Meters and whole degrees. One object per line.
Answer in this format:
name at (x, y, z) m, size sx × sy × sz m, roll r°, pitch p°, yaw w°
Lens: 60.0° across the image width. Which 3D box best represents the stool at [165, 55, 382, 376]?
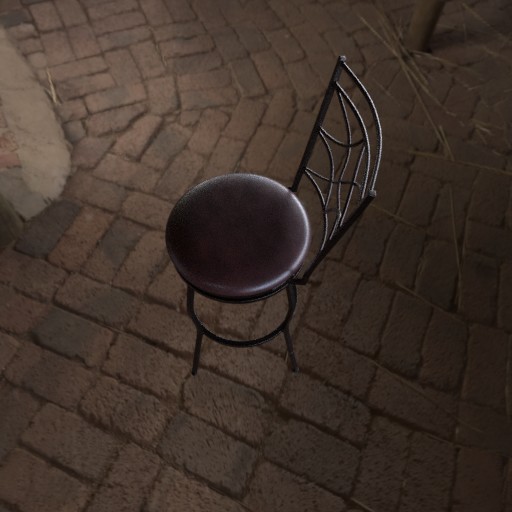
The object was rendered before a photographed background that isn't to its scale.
stool at (0.000, 0.000, 1.424) m, size 0.534 × 1.117 × 0.434 m, roll -2°, pitch 58°, yaw -1°
